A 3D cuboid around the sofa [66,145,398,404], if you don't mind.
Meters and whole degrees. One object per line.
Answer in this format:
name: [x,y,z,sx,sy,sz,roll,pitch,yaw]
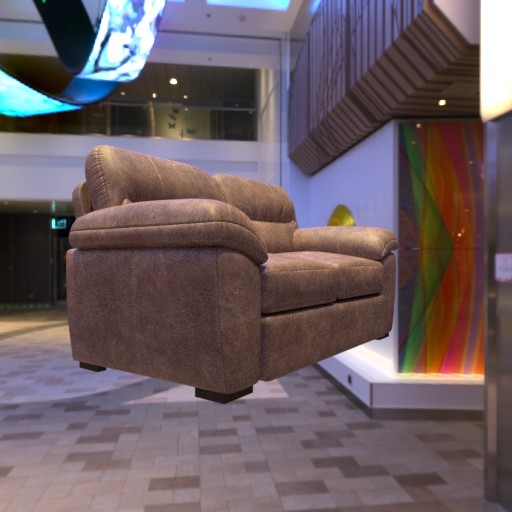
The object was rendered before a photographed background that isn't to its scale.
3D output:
sofa: [0.000,0.000,2.350,0.991,0.991,1.753,0,0,36]
